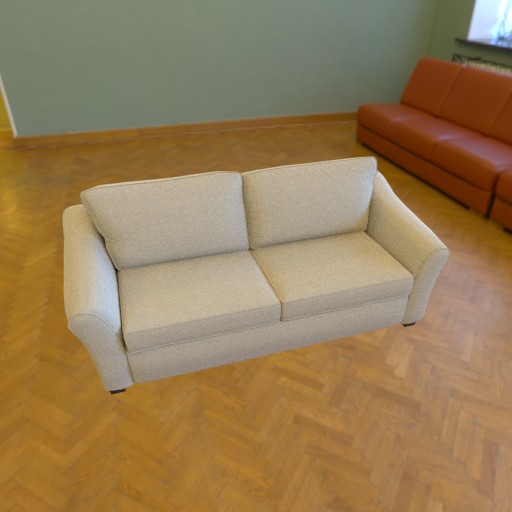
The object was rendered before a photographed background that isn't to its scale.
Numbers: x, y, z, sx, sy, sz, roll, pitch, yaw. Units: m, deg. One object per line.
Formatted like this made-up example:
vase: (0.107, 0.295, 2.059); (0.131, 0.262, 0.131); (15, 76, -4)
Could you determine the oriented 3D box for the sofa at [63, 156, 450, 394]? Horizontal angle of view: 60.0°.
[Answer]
sofa: (0.000, 0.000, 2.849); (2.270, 0.965, 0.980); (-9, 33, -15)
